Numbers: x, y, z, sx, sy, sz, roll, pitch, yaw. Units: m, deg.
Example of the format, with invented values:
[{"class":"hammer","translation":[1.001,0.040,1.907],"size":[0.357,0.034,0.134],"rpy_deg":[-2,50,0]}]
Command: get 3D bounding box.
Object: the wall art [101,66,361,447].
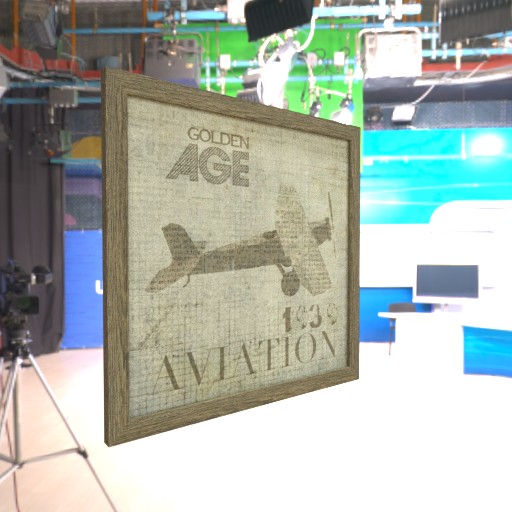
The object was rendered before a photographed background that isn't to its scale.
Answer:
[{"class":"wall art","translation":[0.000,0.000,0.749],"size":[0.508,0.508,0.019],"rpy_deg":[-1,2,-37]}]
